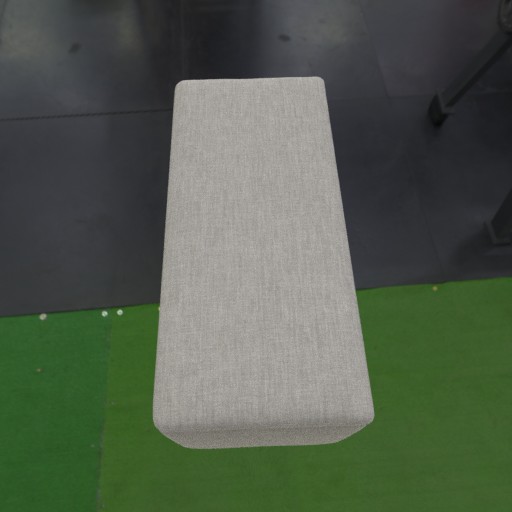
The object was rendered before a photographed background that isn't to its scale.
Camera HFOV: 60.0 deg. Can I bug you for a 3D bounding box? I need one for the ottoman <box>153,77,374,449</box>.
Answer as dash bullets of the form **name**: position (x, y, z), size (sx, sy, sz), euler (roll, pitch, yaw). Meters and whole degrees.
- **ottoman**: position (0.000, 0.000, 1.154), size (0.419, 0.432, 0.902), euler (-2, 62, -1)
